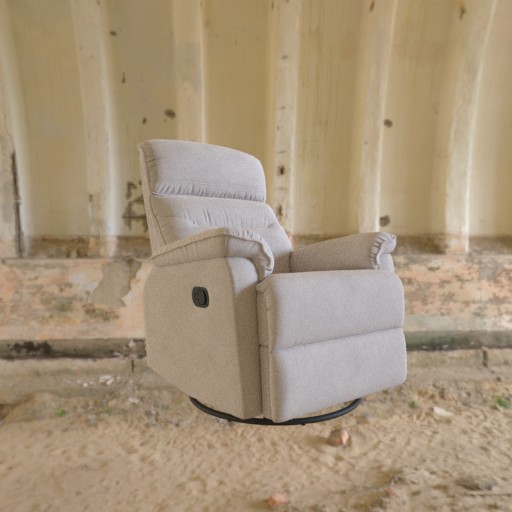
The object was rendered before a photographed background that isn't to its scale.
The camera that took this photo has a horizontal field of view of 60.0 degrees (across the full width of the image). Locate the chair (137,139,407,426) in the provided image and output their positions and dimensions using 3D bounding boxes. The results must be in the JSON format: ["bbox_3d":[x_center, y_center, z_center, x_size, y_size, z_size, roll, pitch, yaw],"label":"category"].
[{"bbox_3d":[0.000,0.000,1.763,0.820,1.039,1.001,-1,2,-37],"label":"chair"}]
